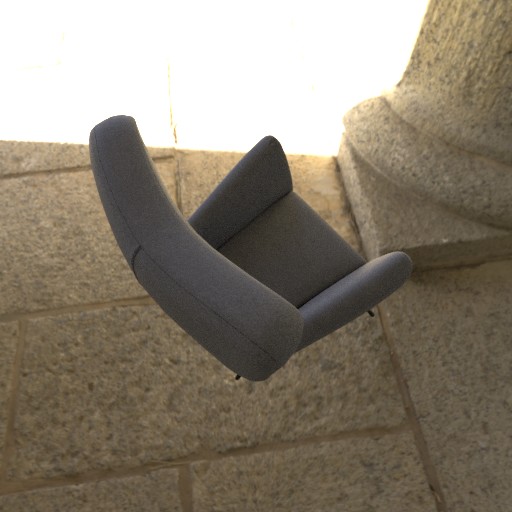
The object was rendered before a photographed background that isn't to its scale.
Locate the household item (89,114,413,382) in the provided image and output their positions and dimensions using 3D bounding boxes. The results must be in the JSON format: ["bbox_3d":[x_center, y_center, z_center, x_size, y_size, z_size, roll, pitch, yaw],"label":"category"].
[{"bbox_3d":[0.000,0.000,1.744,0.900,1.050,0.980,-33,65,-18],"label":"household item"}]
